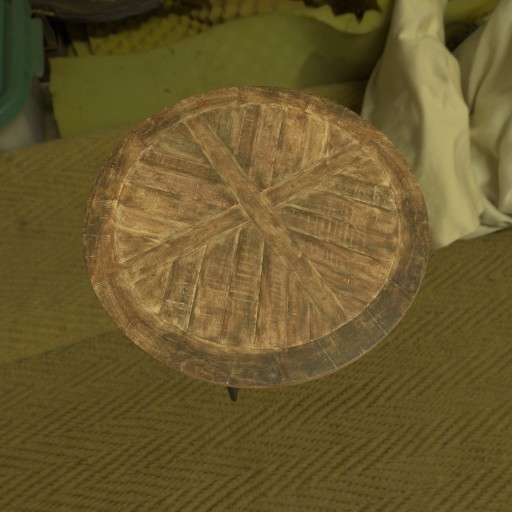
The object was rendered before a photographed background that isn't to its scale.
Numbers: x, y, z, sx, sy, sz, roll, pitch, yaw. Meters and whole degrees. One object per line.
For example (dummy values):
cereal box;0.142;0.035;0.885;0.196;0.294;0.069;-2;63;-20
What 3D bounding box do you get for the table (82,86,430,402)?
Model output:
table;0.000;0.000;1.974;1.264;0.762;1.264;0;64;0
